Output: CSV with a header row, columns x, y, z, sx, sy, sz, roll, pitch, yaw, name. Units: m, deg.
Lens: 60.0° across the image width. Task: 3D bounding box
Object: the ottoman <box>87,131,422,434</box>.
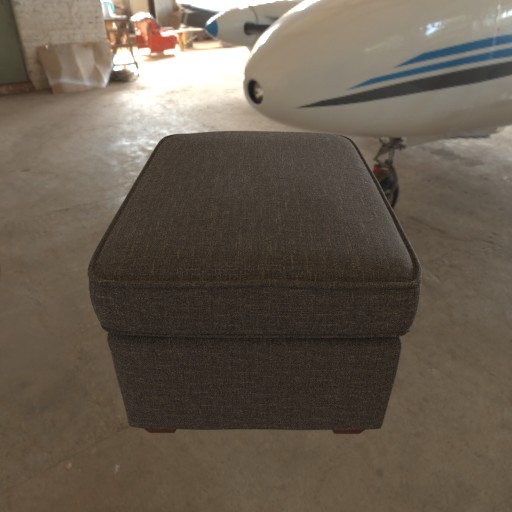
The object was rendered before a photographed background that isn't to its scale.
x,y,z,sx,sy,sz,roll,pitch,yaw,name
0.000,0.000,1.074,0.549,0.450,0.749,0,33,0,ottoman
